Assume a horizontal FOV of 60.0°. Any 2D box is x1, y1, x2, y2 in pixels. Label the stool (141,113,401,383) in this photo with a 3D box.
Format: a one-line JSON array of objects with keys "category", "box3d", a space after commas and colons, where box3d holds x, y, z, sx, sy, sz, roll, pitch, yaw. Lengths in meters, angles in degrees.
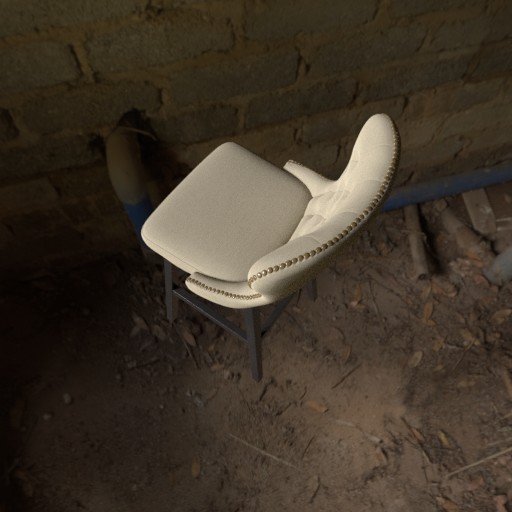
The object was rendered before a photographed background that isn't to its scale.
[{"category": "stool", "box3d": [0.000, 0.000, 1.412, 0.605, 1.066, 0.528, 32, 66, 16]}]
